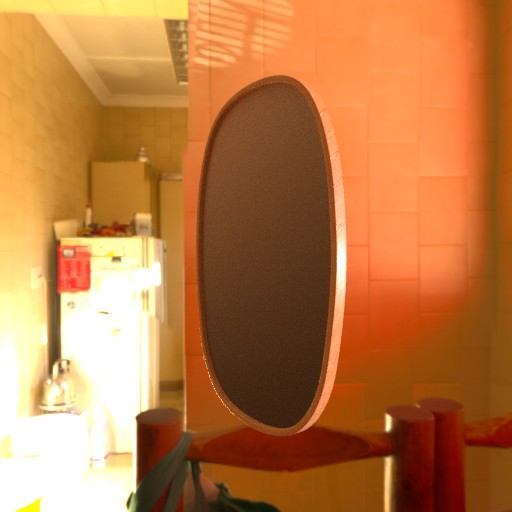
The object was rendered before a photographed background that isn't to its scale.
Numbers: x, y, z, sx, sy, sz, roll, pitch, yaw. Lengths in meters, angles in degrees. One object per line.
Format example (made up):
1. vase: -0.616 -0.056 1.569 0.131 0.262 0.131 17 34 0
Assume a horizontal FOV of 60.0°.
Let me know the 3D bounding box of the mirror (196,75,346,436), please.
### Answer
1. mirror: 0.000 0.000 1.395 0.037 1.075 0.724 -1 1 -36
